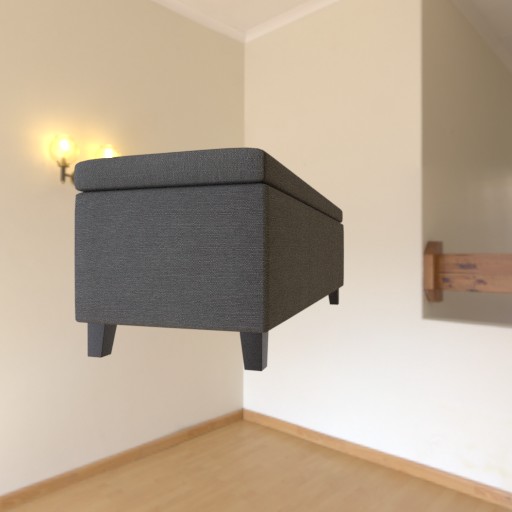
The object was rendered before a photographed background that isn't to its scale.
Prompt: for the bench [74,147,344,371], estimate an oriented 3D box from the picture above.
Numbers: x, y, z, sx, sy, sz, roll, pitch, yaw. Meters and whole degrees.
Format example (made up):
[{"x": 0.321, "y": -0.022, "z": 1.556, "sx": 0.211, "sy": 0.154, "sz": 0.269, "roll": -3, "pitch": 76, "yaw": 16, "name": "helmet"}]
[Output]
[{"x": 0.000, "y": 0.000, "z": 1.484, "sx": 0.446, "sy": 0.438, "sz": 1.269, "roll": 0, "pitch": 0, "yaw": 18, "name": "bench"}]
